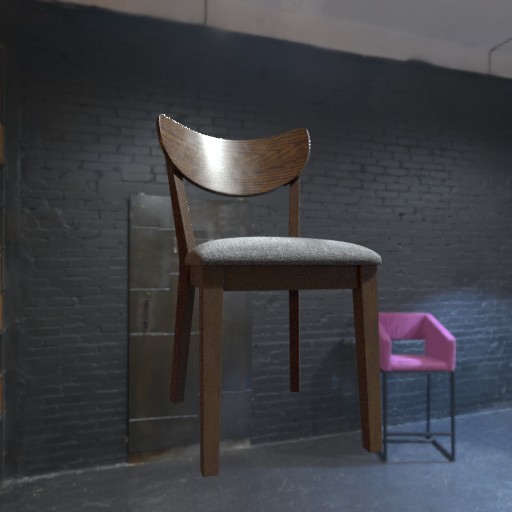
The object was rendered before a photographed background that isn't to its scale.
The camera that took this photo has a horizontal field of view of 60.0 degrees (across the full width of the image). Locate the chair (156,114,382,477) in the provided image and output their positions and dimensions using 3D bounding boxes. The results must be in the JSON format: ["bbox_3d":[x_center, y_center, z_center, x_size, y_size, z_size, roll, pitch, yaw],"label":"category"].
[{"bbox_3d":[0.000,0.000,1.182,0.491,0.849,0.583,0,-1,-17],"label":"chair"}]
